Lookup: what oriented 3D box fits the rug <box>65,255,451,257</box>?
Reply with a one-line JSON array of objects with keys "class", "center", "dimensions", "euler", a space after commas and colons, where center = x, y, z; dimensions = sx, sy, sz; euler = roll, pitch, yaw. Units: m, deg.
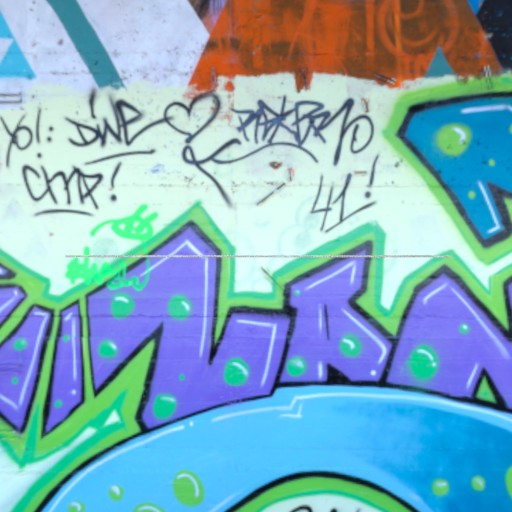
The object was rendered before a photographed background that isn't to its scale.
[{"class": "rug", "center": [0.000, 0.000, 2.316], "dimensions": [1.221, 0.006, 1.827], "euler": [0, 0, -1]}]
